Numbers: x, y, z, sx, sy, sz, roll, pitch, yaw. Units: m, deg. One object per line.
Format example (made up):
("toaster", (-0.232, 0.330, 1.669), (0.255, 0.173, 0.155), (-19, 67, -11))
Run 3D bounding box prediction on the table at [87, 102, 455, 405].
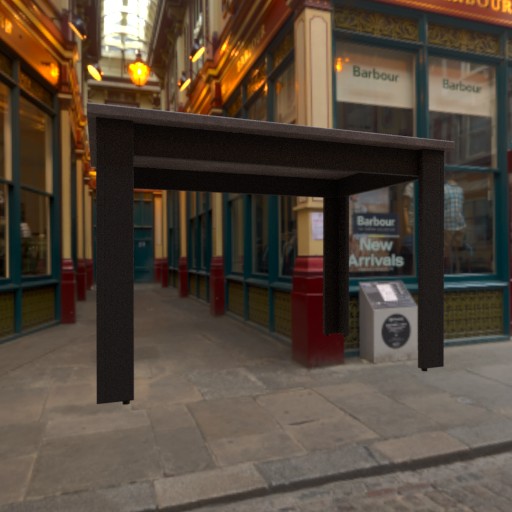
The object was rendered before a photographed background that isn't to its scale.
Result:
("table", (0.000, 0.000, 1.564), (1.100, 0.734, 0.700), (0, 0, -20))
